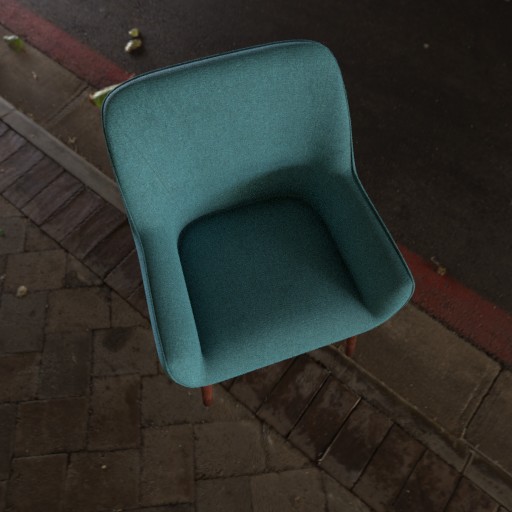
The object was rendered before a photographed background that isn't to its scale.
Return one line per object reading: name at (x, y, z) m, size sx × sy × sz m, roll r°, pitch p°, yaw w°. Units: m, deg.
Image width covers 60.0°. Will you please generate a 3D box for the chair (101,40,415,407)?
chair at (0.000, 0.000, 1.113) m, size 0.543 × 0.803 × 0.519 m, roll -17°, pitch 65°, yaw -8°
